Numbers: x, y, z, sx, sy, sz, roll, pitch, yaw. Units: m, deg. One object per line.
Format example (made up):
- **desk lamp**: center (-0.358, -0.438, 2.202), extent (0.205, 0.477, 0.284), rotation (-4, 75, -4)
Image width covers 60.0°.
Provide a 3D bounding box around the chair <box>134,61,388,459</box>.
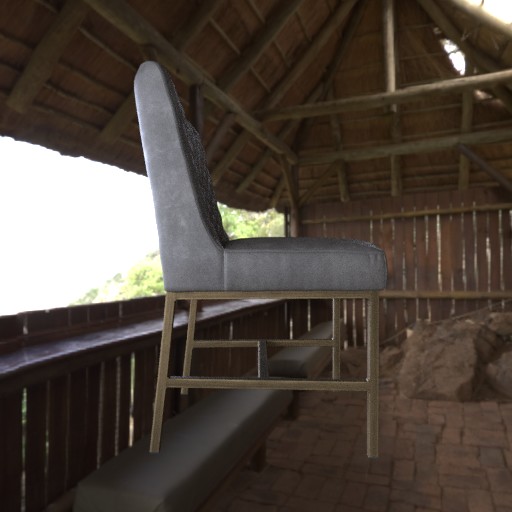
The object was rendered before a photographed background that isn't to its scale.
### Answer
- **chair**: center (0.000, 0.000, 1.211), extent (0.587, 0.889, 0.508), rotation (0, 1, 0)
